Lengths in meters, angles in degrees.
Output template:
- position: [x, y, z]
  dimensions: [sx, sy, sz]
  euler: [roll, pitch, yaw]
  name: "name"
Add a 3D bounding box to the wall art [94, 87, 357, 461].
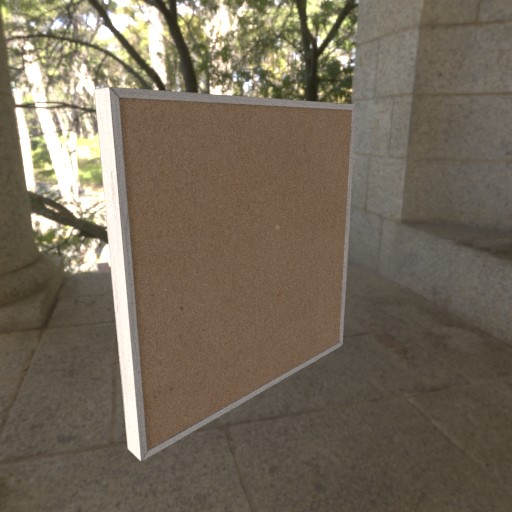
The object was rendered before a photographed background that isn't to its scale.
- position: [0.000, 0.000, 0.756]
  dimensions: [0.038, 0.508, 0.508]
  euler: [15, 22, 43]
  name: "wall art"
